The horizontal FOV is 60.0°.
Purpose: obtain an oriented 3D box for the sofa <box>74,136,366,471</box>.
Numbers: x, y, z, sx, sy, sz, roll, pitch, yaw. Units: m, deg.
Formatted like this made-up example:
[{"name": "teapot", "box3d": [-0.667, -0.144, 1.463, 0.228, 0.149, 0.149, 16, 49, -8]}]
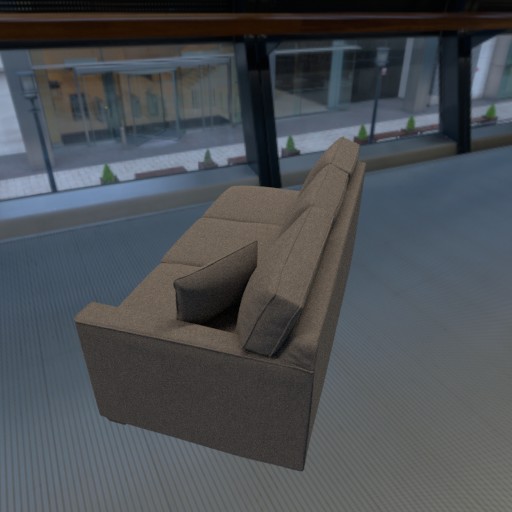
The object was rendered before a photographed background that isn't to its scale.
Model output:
[{"name": "sofa", "box3d": [0.000, 0.000, 2.572, 1.034, 0.946, 1.963, 9, 32, 14]}]
